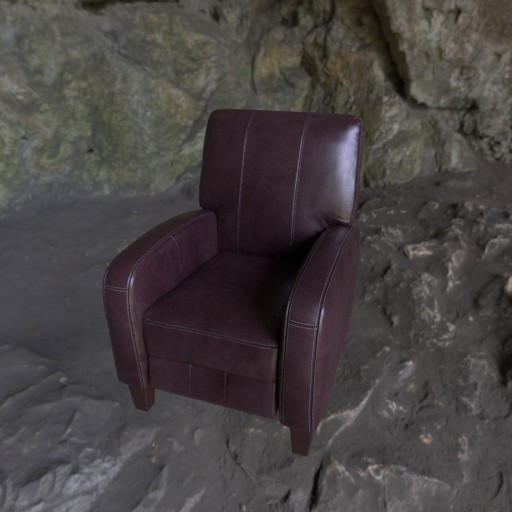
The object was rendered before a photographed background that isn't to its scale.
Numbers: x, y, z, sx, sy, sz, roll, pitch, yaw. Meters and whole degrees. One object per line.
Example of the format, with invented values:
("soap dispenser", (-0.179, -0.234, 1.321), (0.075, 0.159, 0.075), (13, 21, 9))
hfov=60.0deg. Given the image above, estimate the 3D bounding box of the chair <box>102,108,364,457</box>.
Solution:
("chair", (0.000, 0.000, 1.718), (0.762, 0.990, 0.990), (8, 27, 17))
